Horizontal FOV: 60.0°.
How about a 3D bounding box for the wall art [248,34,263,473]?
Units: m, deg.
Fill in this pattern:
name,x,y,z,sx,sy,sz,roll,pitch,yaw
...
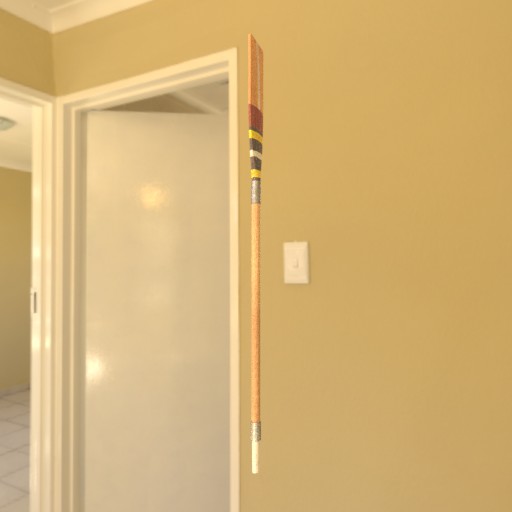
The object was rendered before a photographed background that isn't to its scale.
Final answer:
name,x,y,z,sx,sy,sz,roll,pitch,yaw
wall art,0.000,0.000,1.607,0.038,1.556,0.146,0,-1,18
